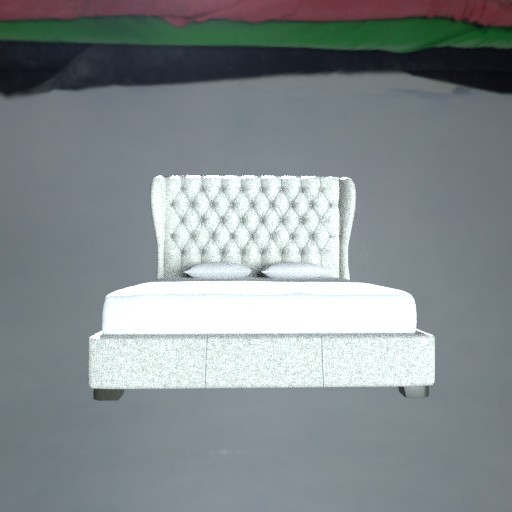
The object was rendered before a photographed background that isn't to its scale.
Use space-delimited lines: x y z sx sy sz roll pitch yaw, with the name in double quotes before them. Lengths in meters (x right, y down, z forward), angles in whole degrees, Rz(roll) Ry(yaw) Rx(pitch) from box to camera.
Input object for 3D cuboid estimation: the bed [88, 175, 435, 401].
"bed" 0.000 0.000 3.858 2.219 1.771 2.347 0 0 -2
